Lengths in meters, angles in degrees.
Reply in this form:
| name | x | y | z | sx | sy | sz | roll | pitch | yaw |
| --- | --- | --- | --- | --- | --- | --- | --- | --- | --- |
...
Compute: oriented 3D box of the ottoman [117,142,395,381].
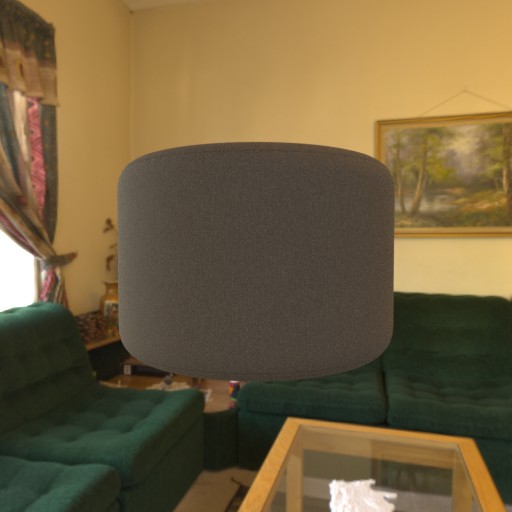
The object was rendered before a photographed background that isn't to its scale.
| name | x | y | z | sx | sy | sz | roll | pitch | yaw |
| --- | --- | --- | --- | --- | --- | --- | --- | --- | --- |
| ottoman | 0.000 | 0.000 | 1.022 | 0.608 | 0.433 | 0.608 | 0 | 2 | 0 |
